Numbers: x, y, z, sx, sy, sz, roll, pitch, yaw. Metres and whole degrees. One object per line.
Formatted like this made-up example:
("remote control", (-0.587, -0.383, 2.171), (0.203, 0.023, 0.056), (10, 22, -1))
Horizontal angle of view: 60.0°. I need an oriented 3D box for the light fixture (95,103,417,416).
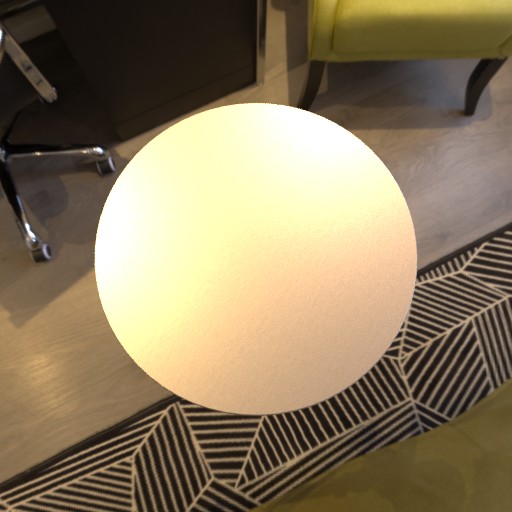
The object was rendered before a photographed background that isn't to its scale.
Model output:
("light fixture", (0.000, 0.000, 0.552), (0.368, 0.100, 0.368), (0, 76, 0))
